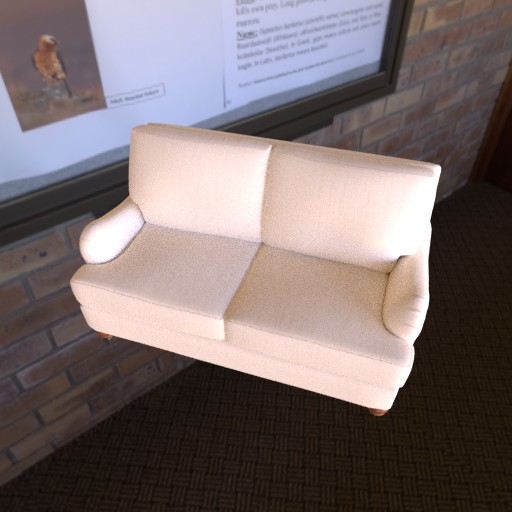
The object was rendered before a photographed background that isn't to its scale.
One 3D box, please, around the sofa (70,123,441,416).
[{"bbox_3d":[0.000,0.000,2.544,1.853,1.101,1.084,12,42,14],"label":"sofa"}]
